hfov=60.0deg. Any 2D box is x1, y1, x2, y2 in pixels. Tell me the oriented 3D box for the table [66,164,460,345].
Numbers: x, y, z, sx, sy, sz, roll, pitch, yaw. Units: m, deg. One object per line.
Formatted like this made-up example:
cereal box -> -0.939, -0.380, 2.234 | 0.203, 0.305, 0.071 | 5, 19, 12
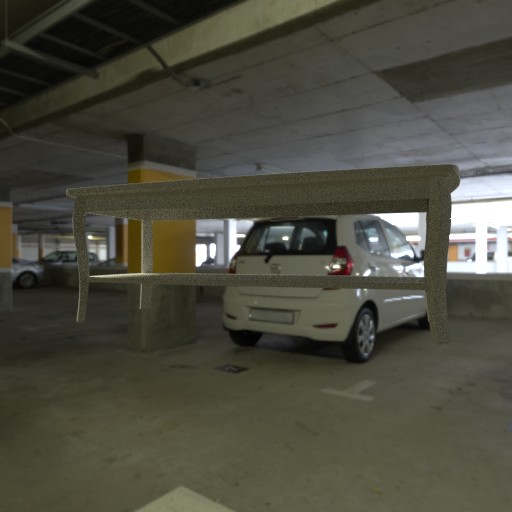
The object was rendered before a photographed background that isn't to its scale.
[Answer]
table -> 0.000, 0.000, 1.595 | 1.334, 0.474, 0.561 | 0, 0, 20
